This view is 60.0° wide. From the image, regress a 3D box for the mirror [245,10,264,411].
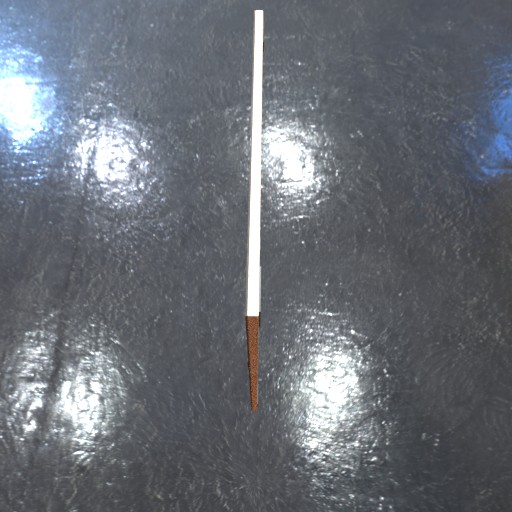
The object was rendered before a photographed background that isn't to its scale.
[{"bbox_3d":[0.000,0.000,1.257,0.025,0.996,0.705,1,63,0],"label":"mirror"}]
